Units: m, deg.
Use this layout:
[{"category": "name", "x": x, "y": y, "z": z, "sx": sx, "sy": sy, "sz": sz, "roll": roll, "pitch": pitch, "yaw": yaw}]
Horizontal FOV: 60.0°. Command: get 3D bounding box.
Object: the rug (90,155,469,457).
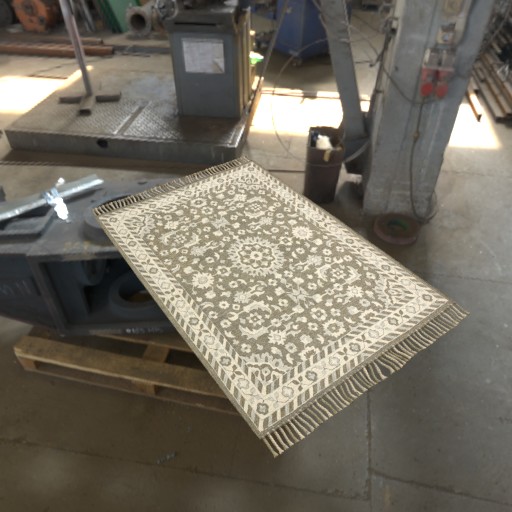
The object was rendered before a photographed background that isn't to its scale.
[{"category": "rug", "x": 0.000, "y": 0.000, "z": 3.116, "sx": 1.530, "sy": 0.025, "sz": 2.431, "roll": -25, "pitch": 47, "yaw": -26}]
